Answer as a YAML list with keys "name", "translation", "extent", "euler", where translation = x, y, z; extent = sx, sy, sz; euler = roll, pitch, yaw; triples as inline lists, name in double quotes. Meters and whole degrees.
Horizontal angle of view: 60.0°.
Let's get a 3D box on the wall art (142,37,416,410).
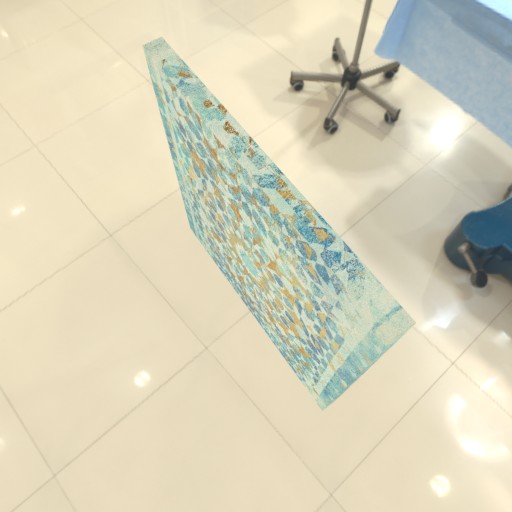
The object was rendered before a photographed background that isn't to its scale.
- name: "wall art"
  translation: [0.000, 0.000, 0.901]
  extent: [0.040, 0.609, 0.609]
  euler: [-32, 68, -15]
